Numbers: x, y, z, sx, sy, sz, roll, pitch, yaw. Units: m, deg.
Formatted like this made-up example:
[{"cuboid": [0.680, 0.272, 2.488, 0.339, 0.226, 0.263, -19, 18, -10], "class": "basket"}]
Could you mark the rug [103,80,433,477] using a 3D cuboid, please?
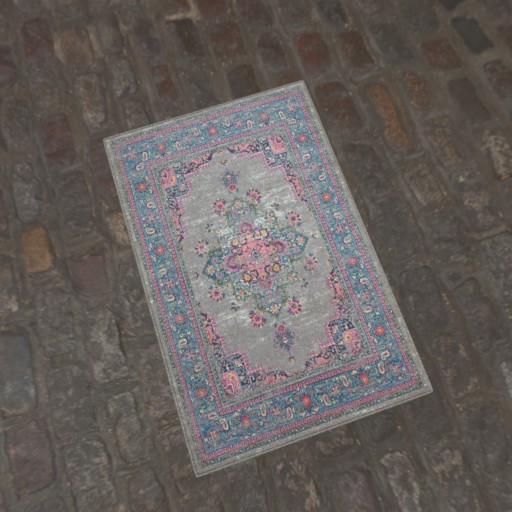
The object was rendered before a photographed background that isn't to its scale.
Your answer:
[{"cuboid": [0.000, 0.000, 2.203, 1.144, 0.014, 1.748, -18, 76, -5], "class": "rug"}]
